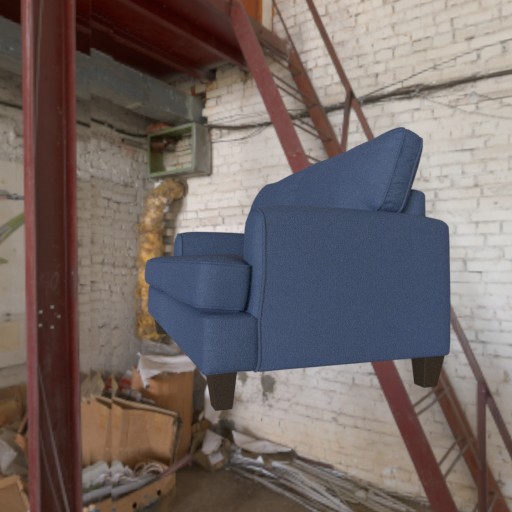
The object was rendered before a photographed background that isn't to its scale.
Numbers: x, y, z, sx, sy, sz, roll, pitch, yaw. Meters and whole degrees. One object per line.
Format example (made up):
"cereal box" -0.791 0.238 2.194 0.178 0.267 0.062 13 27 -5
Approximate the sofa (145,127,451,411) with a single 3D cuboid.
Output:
"sofa" 0.000 0.000 2.212 0.965 0.965 1.651 0 0 -19
